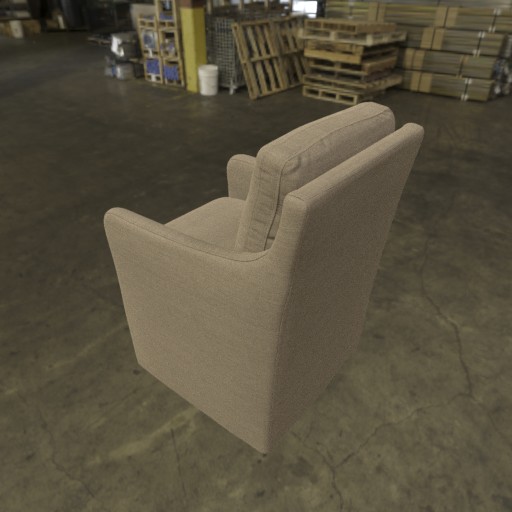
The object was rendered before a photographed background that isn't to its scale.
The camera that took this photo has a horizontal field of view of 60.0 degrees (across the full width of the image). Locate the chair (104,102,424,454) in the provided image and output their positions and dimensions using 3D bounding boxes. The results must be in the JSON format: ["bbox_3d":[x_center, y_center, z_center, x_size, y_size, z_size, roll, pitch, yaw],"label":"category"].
[{"bbox_3d":[0.000,0.000,1.378,0.694,0.914,0.626,23,40,31],"label":"chair"}]
